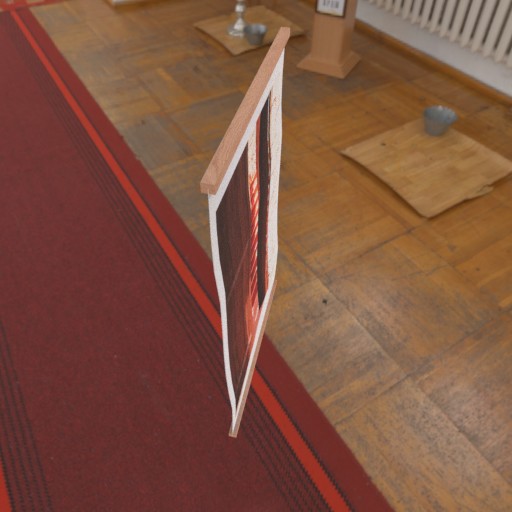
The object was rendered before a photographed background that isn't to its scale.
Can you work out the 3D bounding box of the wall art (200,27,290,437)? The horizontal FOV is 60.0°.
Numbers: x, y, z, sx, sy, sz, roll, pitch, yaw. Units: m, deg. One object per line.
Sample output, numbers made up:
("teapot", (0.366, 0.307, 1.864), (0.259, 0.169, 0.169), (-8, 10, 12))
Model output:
("wall art", (0.000, 0.000, 0.640), (0.012, 0.508, 0.332), (10, 48, 9))
